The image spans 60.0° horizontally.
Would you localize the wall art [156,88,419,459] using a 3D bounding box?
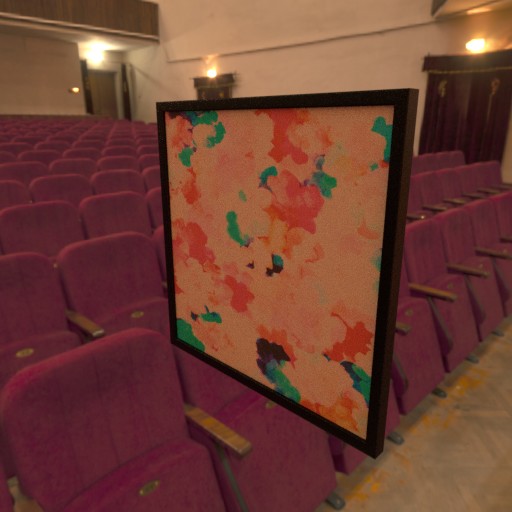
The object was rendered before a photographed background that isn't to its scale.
[{"bbox_3d":[0.000,0.000,1.117,0.756,0.755,0.036,16,23,42],"label":"wall art"}]
